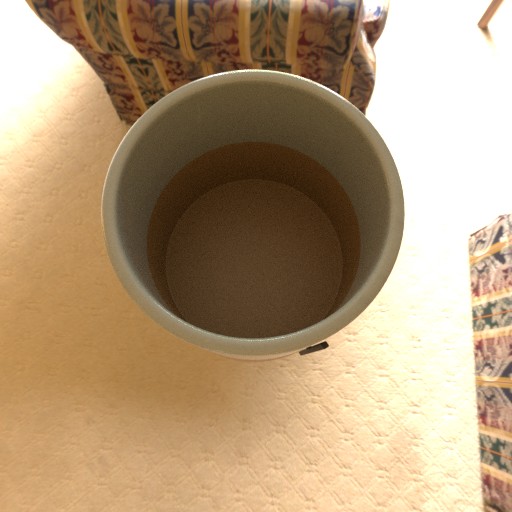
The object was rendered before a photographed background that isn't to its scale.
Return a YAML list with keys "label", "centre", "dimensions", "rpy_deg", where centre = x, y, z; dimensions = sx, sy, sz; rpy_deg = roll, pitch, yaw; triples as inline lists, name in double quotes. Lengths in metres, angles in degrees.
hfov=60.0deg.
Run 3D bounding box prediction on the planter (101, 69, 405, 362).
- label: "planter"
  centre: [0.000, 0.000, 0.728]
  dimensions: [0.348, 0.480, 0.360]
  rpy_deg: [-32, 78, -8]
